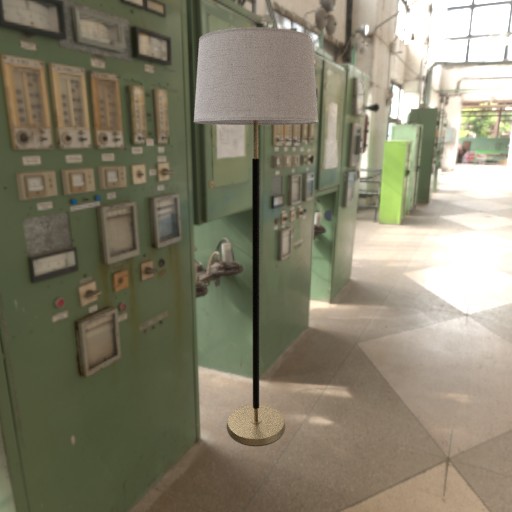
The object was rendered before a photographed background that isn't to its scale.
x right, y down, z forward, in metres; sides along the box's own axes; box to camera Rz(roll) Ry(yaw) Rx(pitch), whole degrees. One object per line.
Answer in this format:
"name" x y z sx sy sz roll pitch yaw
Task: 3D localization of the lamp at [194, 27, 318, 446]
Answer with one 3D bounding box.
"lamp" 0.000 0.000 1.628 0.420 1.447 0.420 0 15 0
